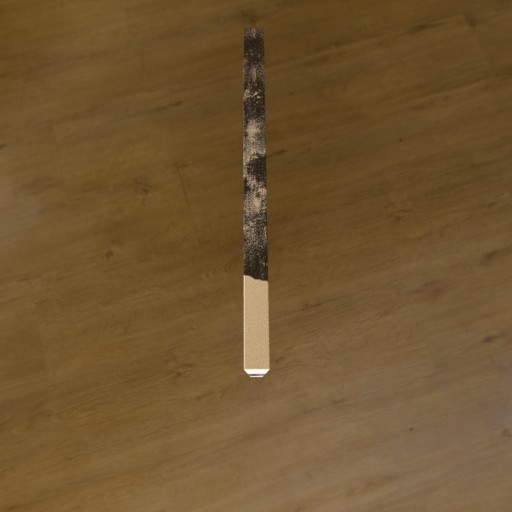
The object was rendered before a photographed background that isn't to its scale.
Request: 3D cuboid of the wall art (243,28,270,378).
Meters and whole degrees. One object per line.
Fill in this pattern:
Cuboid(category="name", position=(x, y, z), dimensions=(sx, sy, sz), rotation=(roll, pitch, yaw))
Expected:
Cuboid(category="wall art", position=(0.000, 0.000, 1.172), dimensions=(0.041, 0.915, 0.610), rotation=(-1, 74, 0))
